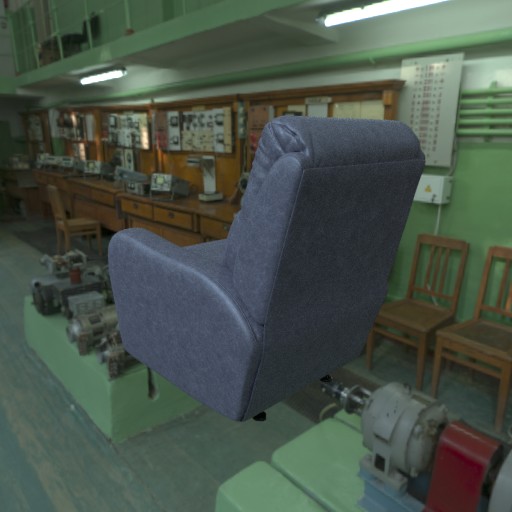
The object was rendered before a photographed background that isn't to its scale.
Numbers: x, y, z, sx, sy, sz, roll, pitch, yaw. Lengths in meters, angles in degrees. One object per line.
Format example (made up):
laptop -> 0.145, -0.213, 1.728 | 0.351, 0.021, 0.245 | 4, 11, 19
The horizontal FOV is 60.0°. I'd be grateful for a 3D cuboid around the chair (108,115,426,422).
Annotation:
chair -> 0.000, 0.000, 1.812 | 0.865, 1.067, 1.067 | -14, 21, -41
